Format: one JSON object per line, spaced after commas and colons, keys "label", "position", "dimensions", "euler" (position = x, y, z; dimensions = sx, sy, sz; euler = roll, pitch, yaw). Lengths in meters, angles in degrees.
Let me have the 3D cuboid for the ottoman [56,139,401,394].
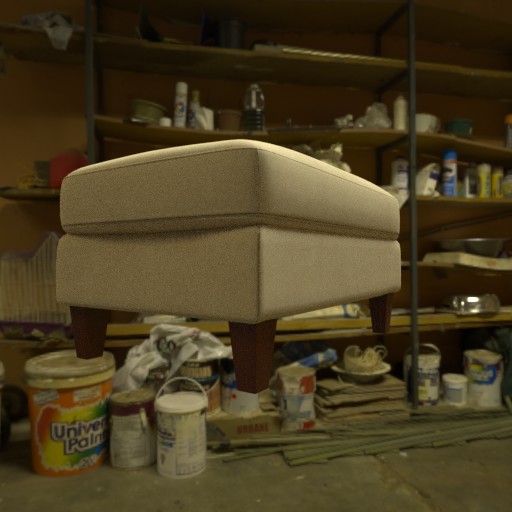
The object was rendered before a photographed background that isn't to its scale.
{"label": "ottoman", "position": [0.000, 0.000, 1.230], "dimensions": [0.584, 0.483, 0.864], "euler": [0, 0, 34]}
